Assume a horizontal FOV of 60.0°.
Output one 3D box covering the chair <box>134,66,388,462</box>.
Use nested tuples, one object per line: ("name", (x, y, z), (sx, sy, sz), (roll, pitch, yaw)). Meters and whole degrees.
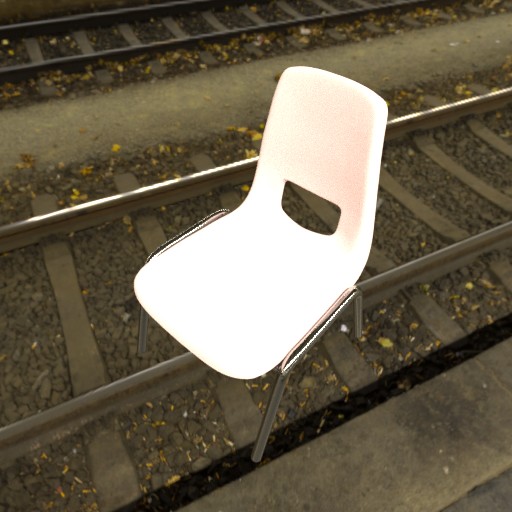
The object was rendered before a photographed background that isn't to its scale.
("chair", (0.000, 0.000, 0.787), (0.354, 0.537, 0.385), (33, 53, 29))
